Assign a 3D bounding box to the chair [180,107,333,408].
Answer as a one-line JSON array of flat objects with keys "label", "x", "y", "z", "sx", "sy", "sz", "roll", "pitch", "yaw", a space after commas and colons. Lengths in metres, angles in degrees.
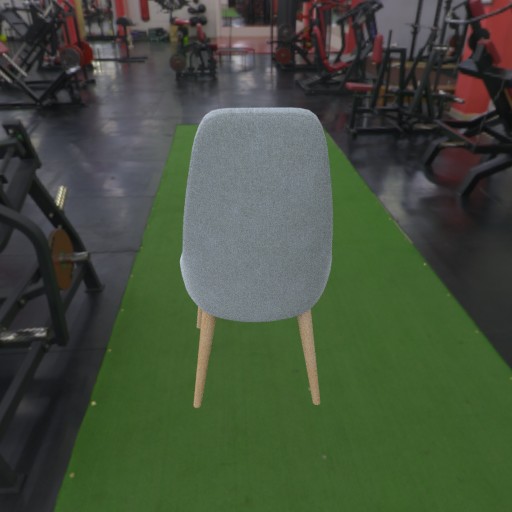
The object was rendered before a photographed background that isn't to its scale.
[{"label": "chair", "x": 0.000, "y": 0.000, "z": 1.406, "sx": 0.510, "sy": 1.040, "sz": 0.660, "roll": -1, "pitch": 30, "yaw": -1}]
